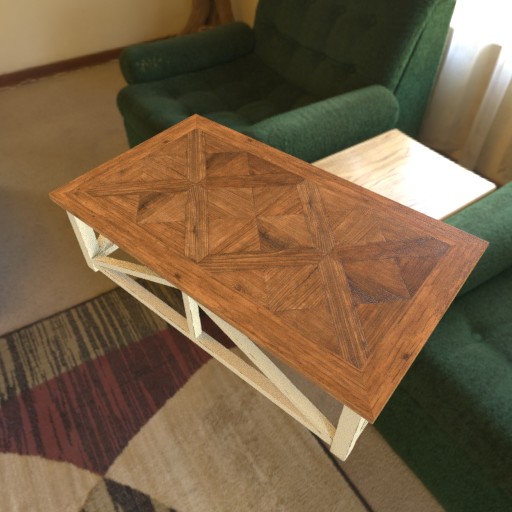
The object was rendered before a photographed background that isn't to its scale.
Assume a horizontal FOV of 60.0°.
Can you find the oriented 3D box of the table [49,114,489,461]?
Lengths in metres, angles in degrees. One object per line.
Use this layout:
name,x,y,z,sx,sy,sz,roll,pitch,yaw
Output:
table,0.000,0.000,1.749,1.400,0.410,0.800,30,53,26
